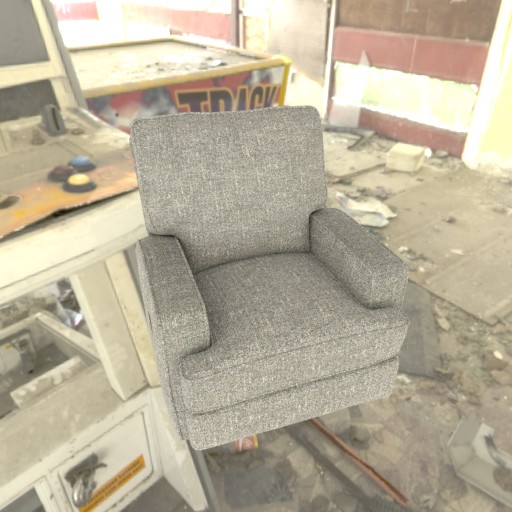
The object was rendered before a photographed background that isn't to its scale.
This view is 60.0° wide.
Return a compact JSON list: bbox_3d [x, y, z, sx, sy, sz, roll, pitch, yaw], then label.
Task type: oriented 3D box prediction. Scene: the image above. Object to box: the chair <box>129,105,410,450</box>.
[{"bbox_3d":[0.000,0.000,1.677,0.861,0.962,0.964,-11,34,-16],"label":"chair"}]
